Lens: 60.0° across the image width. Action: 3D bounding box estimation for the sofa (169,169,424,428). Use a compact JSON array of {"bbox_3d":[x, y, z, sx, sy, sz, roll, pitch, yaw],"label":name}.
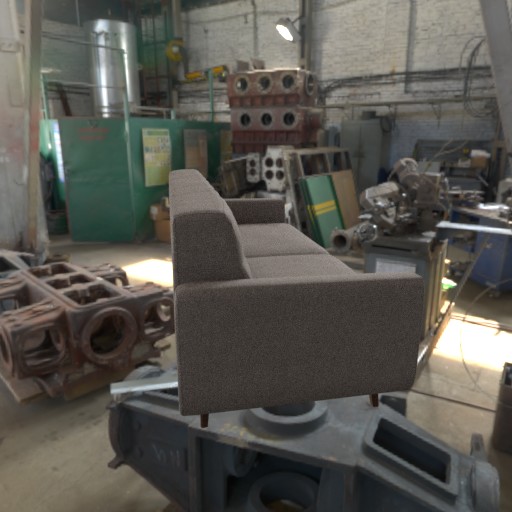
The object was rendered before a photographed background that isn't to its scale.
[{"bbox_3d":[0.000,0.000,2.438,0.909,0.841,2.029,-3,16,-11],"label":"sofa"}]
